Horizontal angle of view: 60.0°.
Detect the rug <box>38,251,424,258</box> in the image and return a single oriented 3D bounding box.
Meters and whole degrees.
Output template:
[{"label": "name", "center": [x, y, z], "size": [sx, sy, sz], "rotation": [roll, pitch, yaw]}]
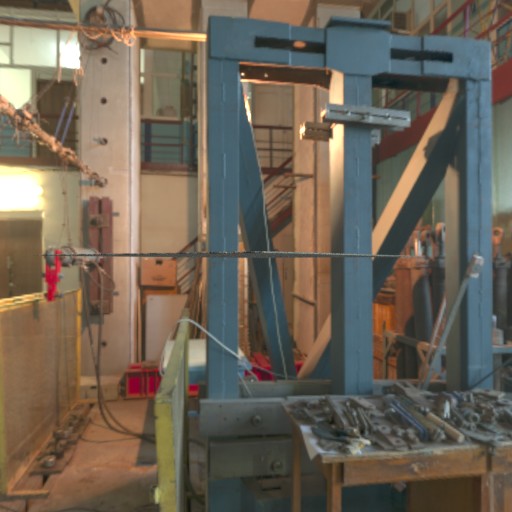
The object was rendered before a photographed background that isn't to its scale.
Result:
[{"label": "rug", "center": [0.000, 0.000, 4.403], "size": [2.379, 0.011, 3.221], "rotation": [0, -1, 36]}]
